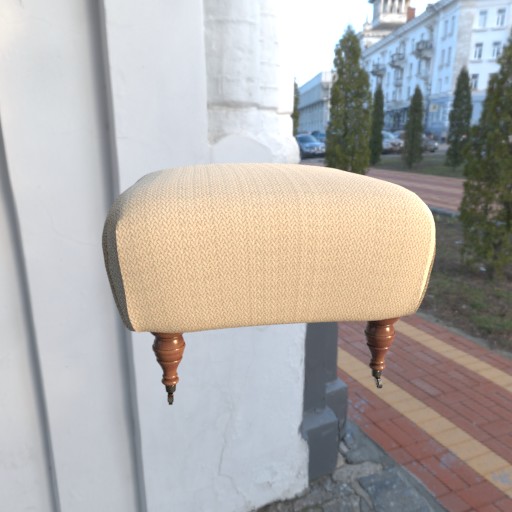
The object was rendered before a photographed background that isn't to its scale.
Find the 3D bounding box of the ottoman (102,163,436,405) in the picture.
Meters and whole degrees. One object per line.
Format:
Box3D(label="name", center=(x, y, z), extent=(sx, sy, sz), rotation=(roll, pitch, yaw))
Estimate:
Box3D(label="ottoman", center=(0.000, 0.000, 1.109), extent=(0.622, 0.447, 0.684), rotation=(-2, 16, -7))
